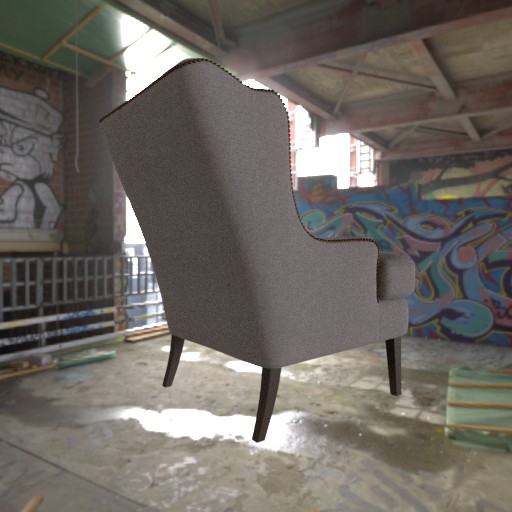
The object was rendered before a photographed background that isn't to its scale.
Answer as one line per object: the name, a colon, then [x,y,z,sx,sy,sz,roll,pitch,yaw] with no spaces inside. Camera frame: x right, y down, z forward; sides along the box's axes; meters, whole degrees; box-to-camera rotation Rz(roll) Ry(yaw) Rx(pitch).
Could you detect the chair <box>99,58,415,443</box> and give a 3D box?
chair: [0.000,0.000,1.615,0.940,1.029,0.737,-1,2,-37]
